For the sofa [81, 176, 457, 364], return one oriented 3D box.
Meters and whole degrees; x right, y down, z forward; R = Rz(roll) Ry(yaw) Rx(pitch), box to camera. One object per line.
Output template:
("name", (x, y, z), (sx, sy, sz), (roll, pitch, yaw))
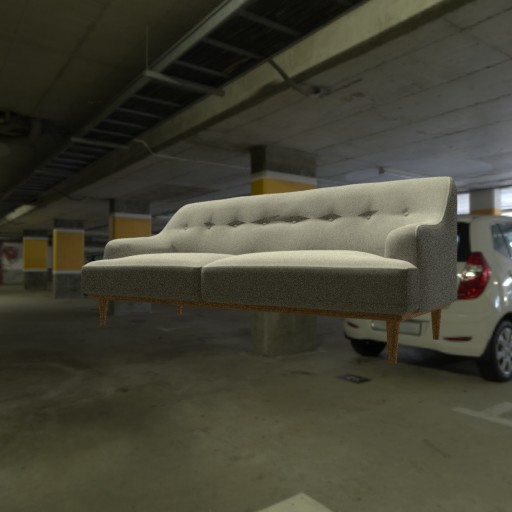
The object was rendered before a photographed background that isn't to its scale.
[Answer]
("sofa", (0.000, 0.000, 2.585), (2.057, 0.871, 0.978), (-1, -1, 36))
